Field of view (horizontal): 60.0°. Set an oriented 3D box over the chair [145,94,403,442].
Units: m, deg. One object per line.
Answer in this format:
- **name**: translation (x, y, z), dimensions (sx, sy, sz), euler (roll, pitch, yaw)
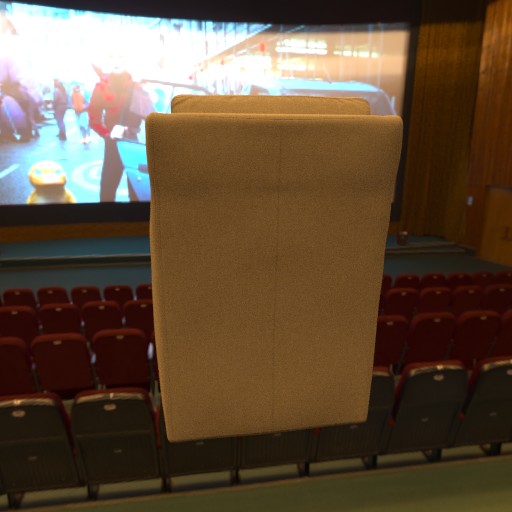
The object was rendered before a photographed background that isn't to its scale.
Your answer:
- **chair**: translation (0.000, 0.000, 1.395), dimensions (0.626, 0.914, 0.694), euler (-2, 14, -9)
